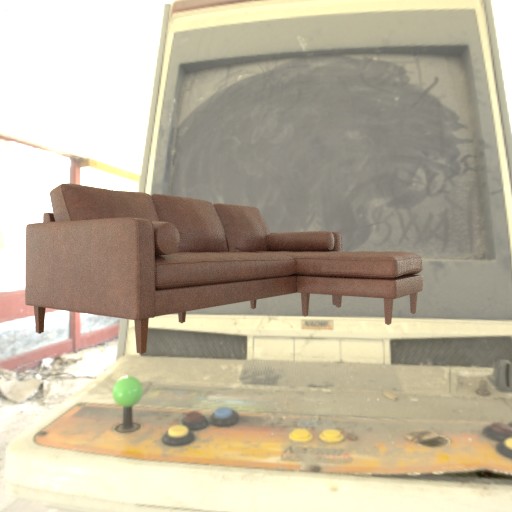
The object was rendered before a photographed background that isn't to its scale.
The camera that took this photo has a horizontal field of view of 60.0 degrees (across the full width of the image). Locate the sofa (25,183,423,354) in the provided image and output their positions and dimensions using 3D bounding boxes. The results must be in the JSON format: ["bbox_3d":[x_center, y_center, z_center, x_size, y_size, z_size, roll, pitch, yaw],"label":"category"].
[{"bbox_3d":[0.000,0.000,2.856,1.613,0.841,2.185,1,1,35],"label":"sofa"}]
